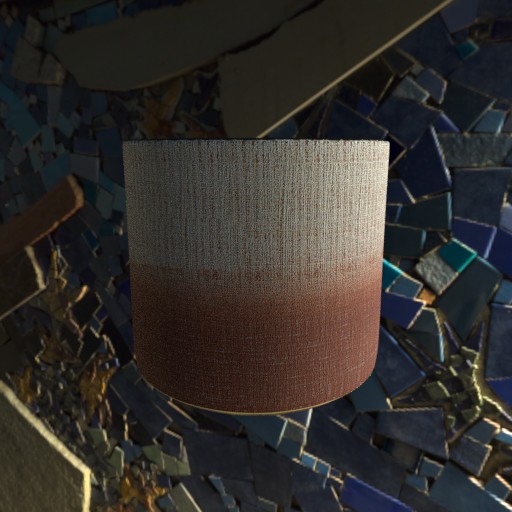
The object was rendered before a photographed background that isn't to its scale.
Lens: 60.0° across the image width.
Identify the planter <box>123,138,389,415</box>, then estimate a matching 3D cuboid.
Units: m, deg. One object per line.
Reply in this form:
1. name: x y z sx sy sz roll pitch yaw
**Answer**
1. planter: 0.000 0.000 0.398 0.221 0.201 0.221 0 14 0
